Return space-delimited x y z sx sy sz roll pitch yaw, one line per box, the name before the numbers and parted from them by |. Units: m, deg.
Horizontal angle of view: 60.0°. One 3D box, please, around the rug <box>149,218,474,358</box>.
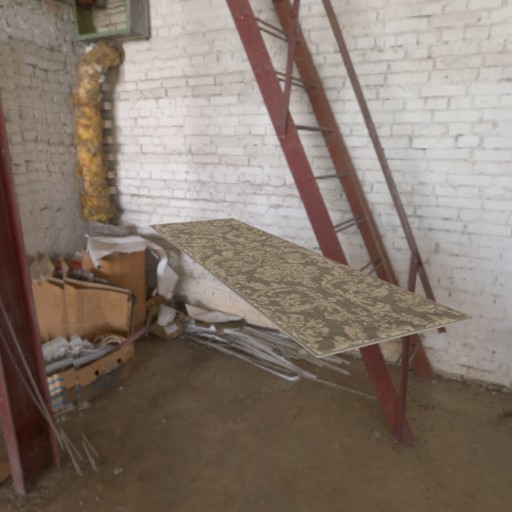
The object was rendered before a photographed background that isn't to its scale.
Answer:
rug | 0.000 0.000 2.388 0.662 0.011 2.196 -7 17 -25
